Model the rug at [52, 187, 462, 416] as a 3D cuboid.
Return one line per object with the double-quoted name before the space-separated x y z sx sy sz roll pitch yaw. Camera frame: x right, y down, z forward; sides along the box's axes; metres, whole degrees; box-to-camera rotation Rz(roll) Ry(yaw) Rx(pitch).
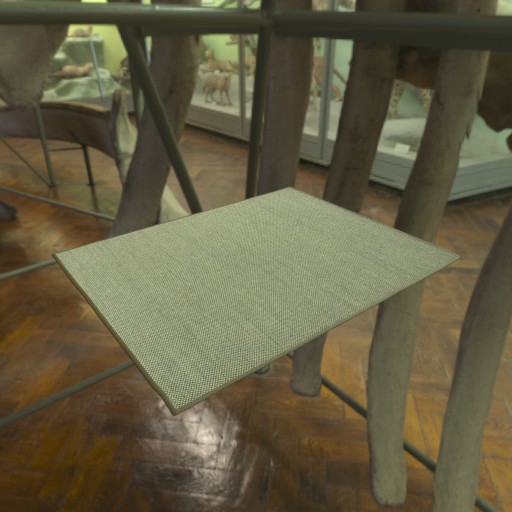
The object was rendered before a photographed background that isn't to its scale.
"rug" 0.000 0.000 4.151 3.041 0.020 2.413 -21 35 -32
